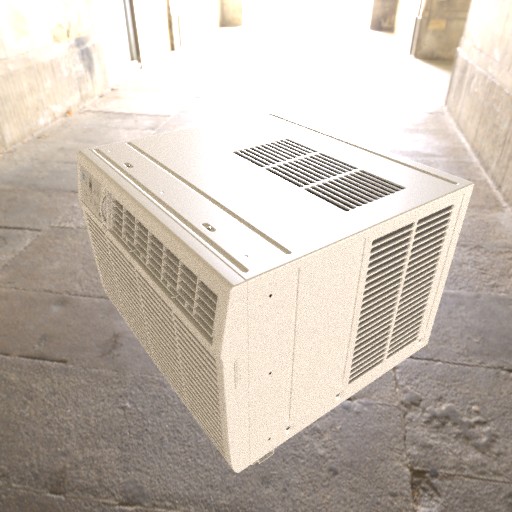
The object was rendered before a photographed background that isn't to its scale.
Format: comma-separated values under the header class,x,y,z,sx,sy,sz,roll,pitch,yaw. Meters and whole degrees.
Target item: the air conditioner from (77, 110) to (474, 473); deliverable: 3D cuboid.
class,x,y,z,sx,sy,sz,roll,pitch,yaw
air conditioner,0.000,0.000,1.063,0.599,0.455,0.645,-22,39,-29
